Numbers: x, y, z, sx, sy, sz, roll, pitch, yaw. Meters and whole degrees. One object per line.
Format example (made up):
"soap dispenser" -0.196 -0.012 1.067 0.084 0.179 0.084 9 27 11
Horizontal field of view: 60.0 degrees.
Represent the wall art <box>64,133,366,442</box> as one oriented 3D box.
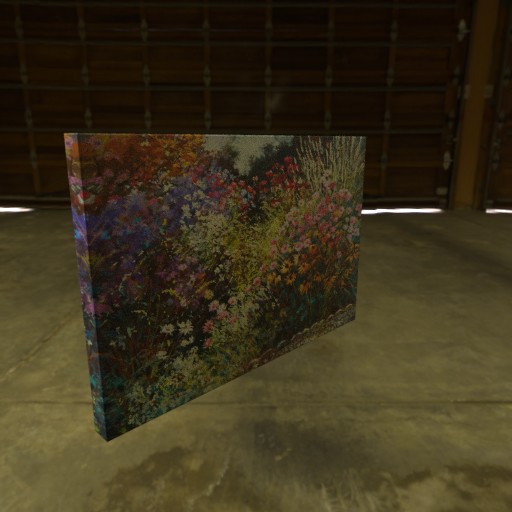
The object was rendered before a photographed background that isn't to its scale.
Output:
"wall art" 0.000 0.000 0.775 0.610 0.406 0.037 -14 20 -43
